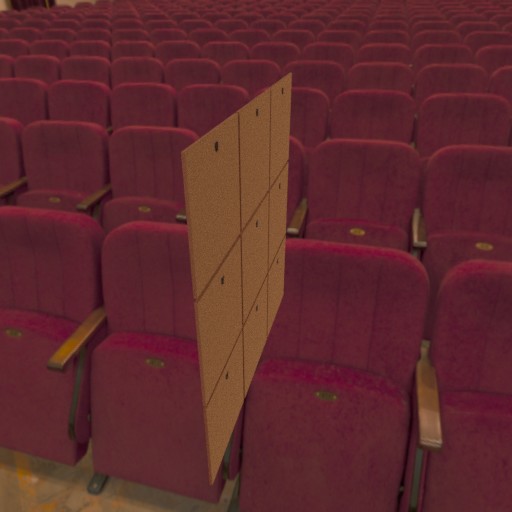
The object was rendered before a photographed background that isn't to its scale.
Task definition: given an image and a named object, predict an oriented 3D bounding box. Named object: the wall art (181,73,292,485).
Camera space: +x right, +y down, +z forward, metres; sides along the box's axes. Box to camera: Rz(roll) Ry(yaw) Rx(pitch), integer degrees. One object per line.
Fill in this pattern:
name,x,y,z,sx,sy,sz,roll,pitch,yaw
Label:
wall art,0.000,0.000,2.253,0.019,1.532,1.533,8,31,13
